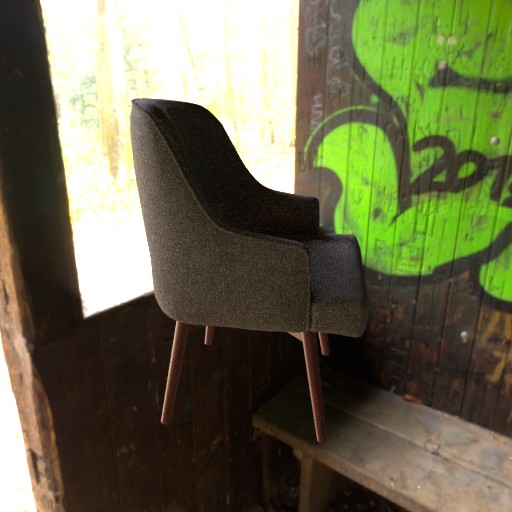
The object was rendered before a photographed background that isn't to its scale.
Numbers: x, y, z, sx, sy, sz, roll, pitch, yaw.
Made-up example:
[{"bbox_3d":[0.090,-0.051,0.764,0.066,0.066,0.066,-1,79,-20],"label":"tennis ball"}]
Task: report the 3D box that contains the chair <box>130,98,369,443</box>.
[{"bbox_3d":[0.000,0.000,1.301,0.629,0.875,0.608,3,19,9],"label":"chair"}]
